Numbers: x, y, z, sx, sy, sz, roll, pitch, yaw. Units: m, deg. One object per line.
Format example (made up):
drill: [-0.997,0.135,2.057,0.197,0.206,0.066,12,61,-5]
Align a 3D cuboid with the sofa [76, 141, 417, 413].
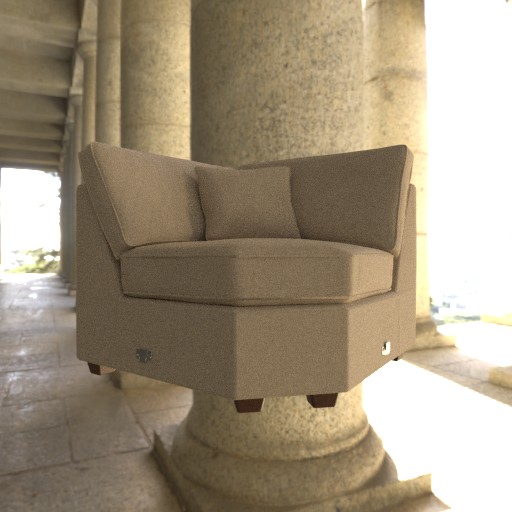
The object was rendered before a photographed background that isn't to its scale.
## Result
sofa: [0.000,0.000,1.831,1.042,0.937,1.050,1,1,35]
